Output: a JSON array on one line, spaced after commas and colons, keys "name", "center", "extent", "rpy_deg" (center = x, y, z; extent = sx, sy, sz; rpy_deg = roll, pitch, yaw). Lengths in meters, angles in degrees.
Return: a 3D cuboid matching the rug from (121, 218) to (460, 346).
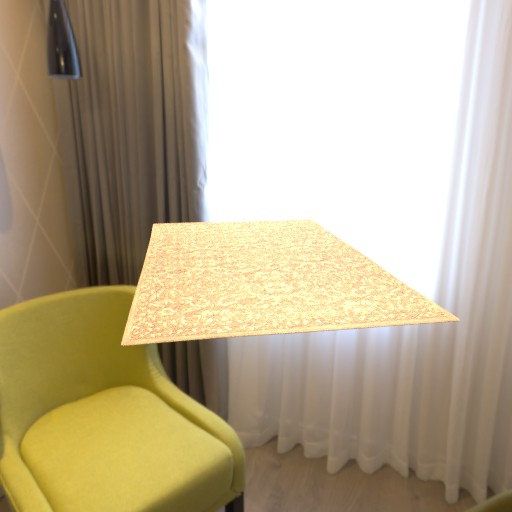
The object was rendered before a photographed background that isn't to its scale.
[{"name": "rug", "center": [0.000, 0.000, 3.091], "extent": [1.529, 0.012, 2.435], "rpy_deg": [-3, 16, -9]}]
